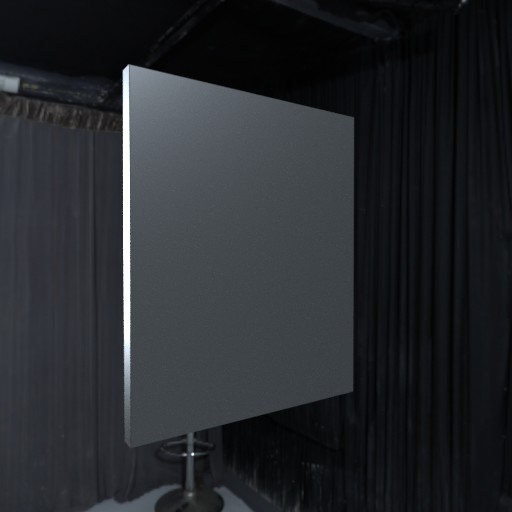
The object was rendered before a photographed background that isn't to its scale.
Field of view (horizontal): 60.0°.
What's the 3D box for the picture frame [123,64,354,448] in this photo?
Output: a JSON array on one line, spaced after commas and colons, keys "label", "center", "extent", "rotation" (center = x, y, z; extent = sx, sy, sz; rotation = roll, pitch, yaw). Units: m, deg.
[{"label": "picture frame", "center": [0.000, 0.000, 0.783], "extent": [0.460, 0.556, 0.028], "rotation": [-1, 1, -34]}]
